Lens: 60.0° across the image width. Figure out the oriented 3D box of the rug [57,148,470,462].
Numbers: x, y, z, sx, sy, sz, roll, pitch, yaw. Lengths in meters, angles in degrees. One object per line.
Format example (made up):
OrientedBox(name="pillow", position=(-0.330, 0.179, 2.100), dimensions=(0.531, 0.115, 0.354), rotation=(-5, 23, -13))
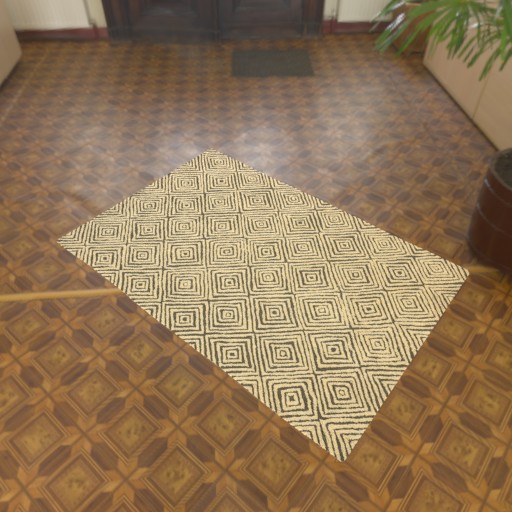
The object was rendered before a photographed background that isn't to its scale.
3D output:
OrientedBox(name="rug", position=(0.000, 0.000, 2.239), dimensions=(1.750, 0.004, 1.177), rotation=(31, 53, 27))
